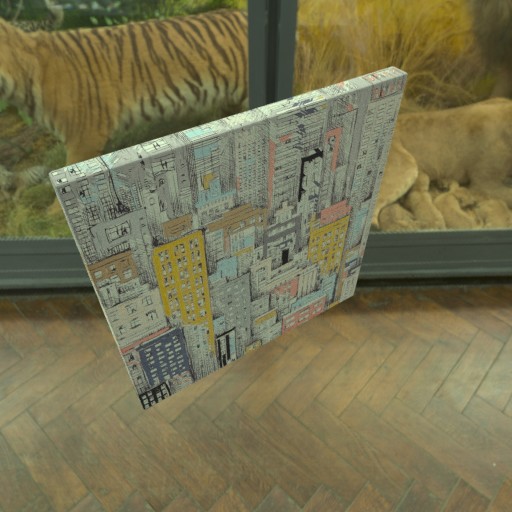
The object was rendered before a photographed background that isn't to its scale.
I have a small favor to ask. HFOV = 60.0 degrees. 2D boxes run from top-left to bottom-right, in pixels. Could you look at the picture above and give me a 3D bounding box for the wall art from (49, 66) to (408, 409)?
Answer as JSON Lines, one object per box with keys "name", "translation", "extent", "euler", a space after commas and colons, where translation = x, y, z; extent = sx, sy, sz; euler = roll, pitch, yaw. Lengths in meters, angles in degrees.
{"name": "wall art", "translation": [0.000, 0.000, 1.107], "extent": [0.761, 0.762, 0.048], "euler": [-25, 50, -22]}
